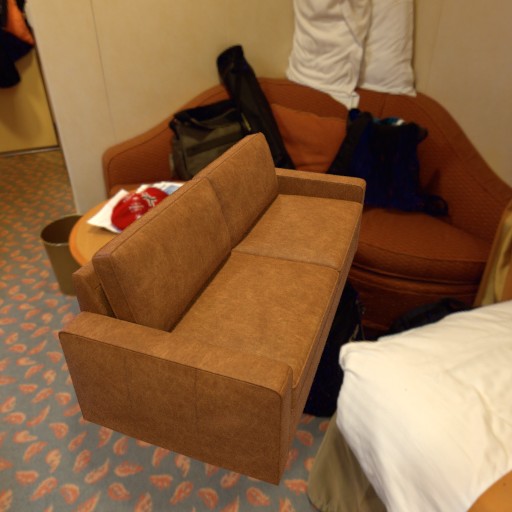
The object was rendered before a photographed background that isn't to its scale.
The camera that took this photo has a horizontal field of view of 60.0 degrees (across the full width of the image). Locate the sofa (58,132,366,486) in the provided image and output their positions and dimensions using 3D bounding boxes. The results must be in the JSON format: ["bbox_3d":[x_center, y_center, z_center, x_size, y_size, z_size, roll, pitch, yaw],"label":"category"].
[{"bbox_3d":[0.000,0.000,2.583,0.991,0.928,2.156,11,33,17],"label":"sofa"}]
